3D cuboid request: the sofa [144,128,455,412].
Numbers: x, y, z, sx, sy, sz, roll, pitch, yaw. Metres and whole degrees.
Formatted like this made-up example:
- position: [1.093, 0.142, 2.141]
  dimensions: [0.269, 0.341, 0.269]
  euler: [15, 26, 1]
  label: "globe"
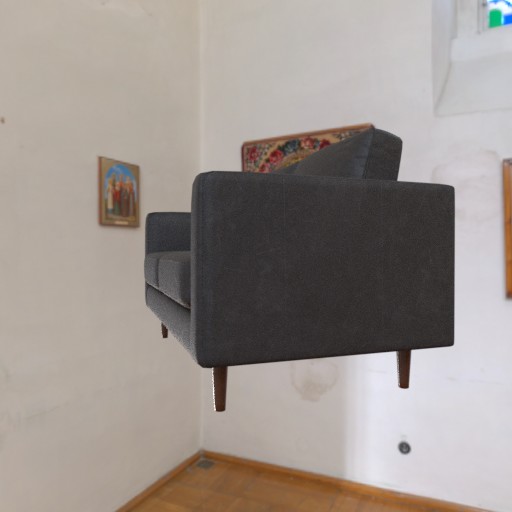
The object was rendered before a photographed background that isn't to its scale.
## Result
- position: [0.000, 0.000, 1.974]
  dimensions: [0.879, 0.899, 1.430]
  euler: [0, 1, -19]
  label: "sofa"
